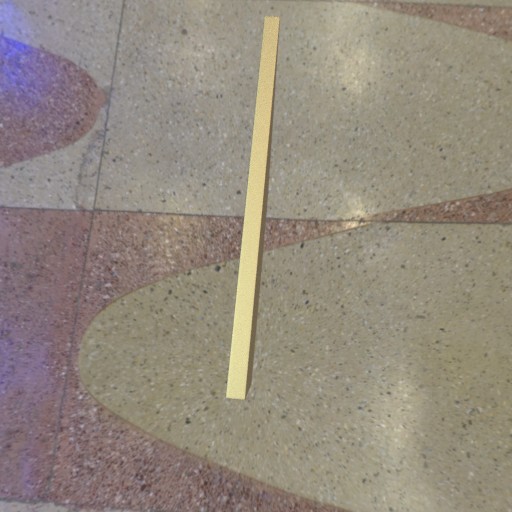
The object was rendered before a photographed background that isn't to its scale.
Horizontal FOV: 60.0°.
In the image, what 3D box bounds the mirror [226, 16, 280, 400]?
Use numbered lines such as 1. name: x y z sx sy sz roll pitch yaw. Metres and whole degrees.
1. mirror: 0.000 0.000 1.312 0.032 1.023 0.756 5 75 1
